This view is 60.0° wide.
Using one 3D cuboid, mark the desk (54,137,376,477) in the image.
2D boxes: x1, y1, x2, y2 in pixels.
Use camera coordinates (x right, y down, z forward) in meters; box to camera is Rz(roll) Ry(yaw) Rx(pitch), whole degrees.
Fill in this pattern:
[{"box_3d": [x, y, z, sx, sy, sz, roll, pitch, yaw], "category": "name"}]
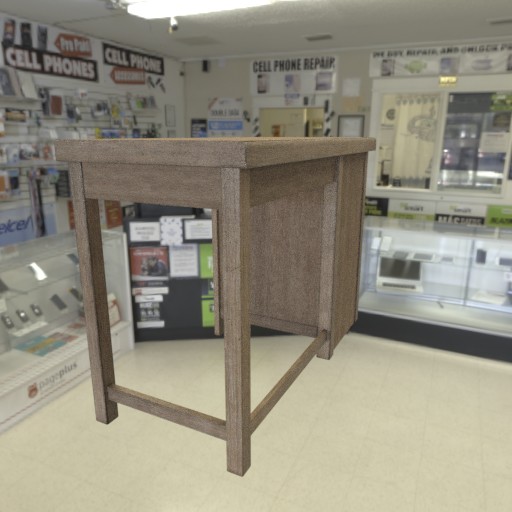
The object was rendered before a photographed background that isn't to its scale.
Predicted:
[{"box_3d": [0.000, 0.000, 1.775, 0.610, 0.912, 1.289, 8, 17, 26], "category": "desk"}]
